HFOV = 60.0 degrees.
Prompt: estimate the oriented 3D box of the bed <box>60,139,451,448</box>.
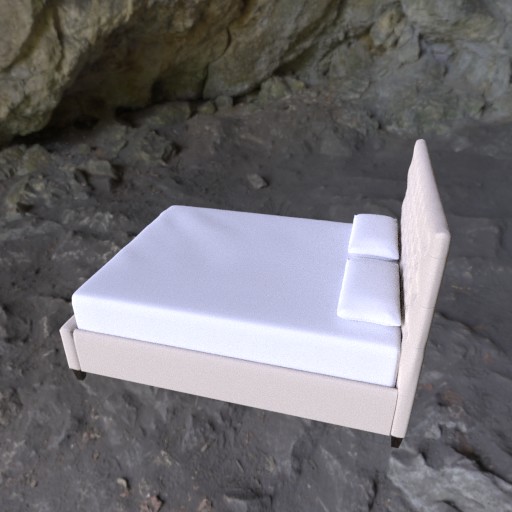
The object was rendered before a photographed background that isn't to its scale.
[{"bbox_3d":[0.000,0.000,3.213,2.233,1.426,1.696,7,30,13],"label":"bed"}]
